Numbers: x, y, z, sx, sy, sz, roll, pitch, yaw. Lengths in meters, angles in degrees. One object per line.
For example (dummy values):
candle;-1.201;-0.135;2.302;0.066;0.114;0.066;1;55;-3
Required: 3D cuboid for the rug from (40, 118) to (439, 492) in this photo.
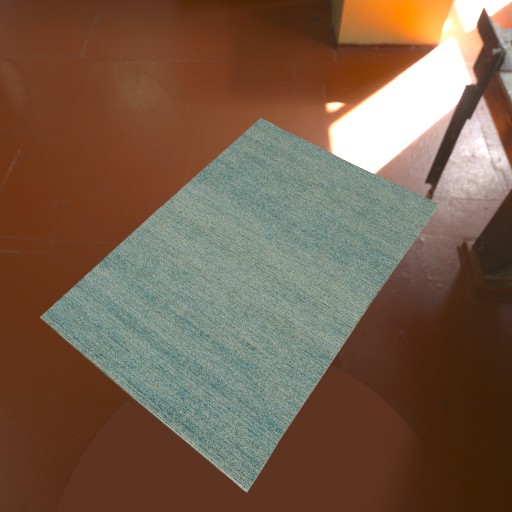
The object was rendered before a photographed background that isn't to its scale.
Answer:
rug;0.000;0.000;2.949;1.593;0.029;2.305;32;62;19
